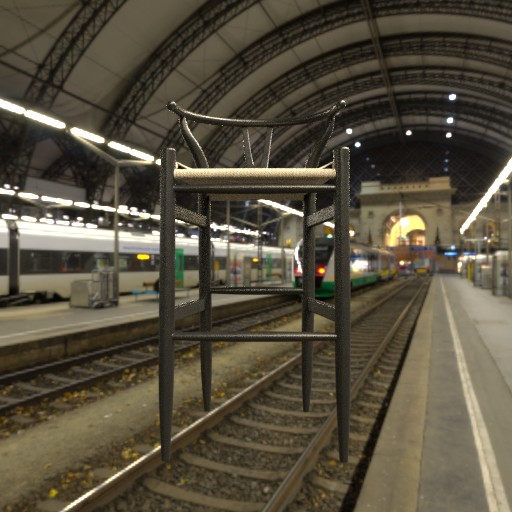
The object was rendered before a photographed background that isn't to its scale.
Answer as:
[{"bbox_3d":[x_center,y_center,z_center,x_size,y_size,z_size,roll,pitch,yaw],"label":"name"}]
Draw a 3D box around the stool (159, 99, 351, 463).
[{"bbox_3d":[0.000,0.000,1.434,0.569,1.072,0.579,0,-1,1],"label":"stool"}]
